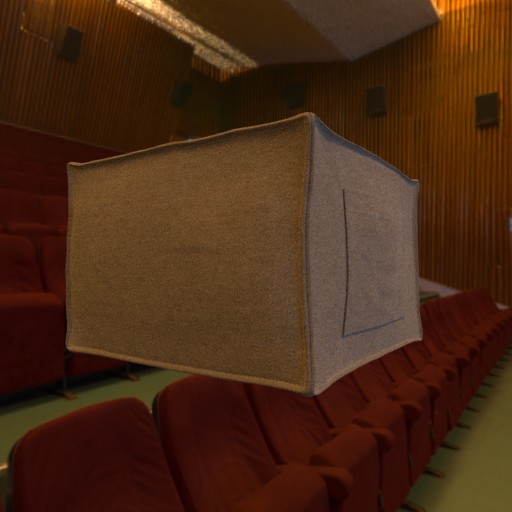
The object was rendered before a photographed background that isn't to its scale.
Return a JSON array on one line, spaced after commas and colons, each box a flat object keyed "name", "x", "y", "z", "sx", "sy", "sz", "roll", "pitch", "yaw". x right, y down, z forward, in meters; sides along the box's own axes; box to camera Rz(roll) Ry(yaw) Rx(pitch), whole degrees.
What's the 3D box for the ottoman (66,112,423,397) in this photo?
[{"name": "ottoman", "x": 0.000, "y": 0.000, "z": 1.156, "sx": 0.696, "sy": 0.470, "sz": 0.707, "roll": -1, "pitch": -1, "yaw": 34}]
